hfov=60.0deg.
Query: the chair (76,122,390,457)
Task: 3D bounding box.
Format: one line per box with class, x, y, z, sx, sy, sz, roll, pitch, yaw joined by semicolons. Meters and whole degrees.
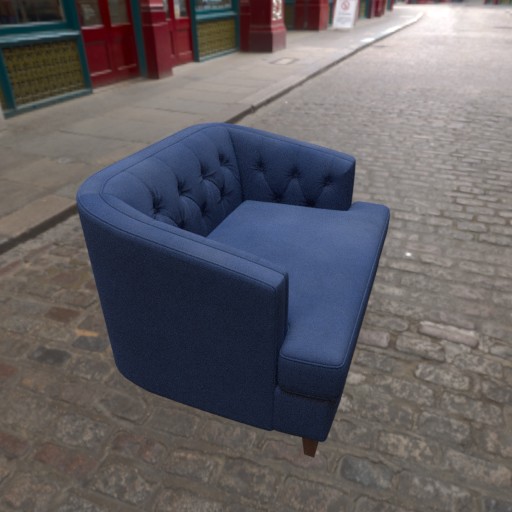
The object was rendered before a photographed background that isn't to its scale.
chair;0.000;0.000;1.759;0.914;0.787;1.118;11;32;18
